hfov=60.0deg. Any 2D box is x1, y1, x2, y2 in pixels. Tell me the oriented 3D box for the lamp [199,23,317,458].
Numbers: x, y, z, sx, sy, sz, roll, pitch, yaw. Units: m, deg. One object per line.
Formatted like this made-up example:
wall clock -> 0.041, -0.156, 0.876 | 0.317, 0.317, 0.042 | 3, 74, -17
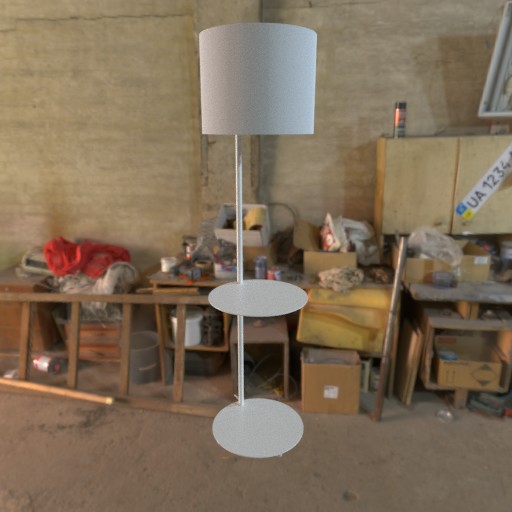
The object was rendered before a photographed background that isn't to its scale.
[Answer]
lamp -> 0.000, 0.000, 1.626 | 0.372, 1.465, 0.405 | -8, 18, -26
